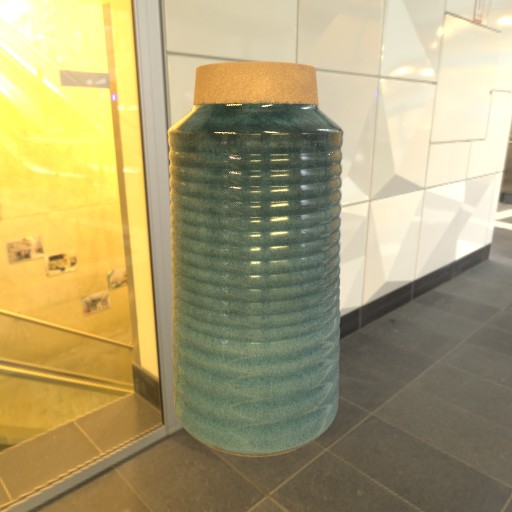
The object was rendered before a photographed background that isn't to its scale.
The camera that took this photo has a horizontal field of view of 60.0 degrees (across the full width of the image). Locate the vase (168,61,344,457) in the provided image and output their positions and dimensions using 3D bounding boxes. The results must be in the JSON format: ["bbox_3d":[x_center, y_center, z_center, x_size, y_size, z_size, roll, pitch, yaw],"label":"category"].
[{"bbox_3d":[0.000,0.000,0.403,0.163,0.316,0.163,0,17,0],"label":"vase"}]
